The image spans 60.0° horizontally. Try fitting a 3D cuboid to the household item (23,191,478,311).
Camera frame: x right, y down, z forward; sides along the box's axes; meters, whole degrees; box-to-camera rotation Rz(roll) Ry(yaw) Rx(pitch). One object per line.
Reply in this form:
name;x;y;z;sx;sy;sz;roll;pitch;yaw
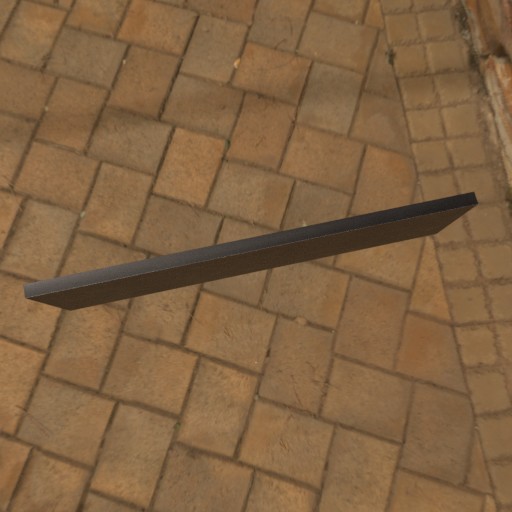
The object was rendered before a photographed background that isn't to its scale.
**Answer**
household item;0.000;0.000;1.074;1.001;0.236;0.030;-12;77;-3
